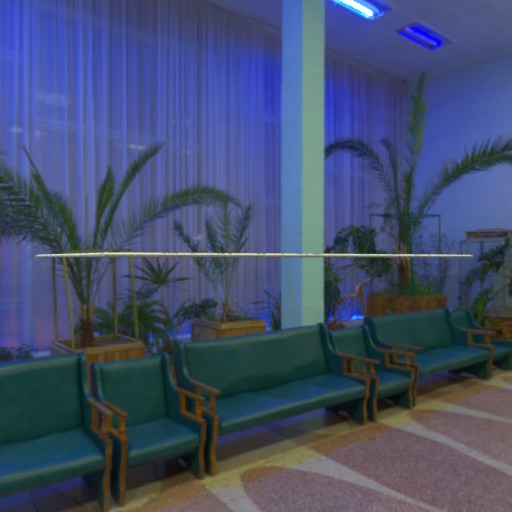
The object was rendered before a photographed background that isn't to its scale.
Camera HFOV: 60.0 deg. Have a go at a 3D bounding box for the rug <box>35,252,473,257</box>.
[{"bbox_3d":[0.000,0.000,3.329,2.746,0.018,1.819,0,0,-34],"label":"rug"}]
